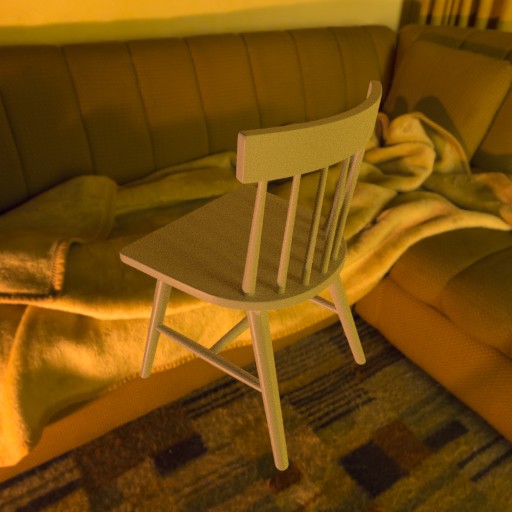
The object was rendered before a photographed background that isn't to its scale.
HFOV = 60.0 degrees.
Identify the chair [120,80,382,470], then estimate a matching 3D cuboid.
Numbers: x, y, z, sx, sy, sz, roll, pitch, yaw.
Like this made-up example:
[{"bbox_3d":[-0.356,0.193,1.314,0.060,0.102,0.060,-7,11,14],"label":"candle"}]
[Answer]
[{"bbox_3d":[0.000,0.000,1.098,0.500,0.787,0.483,22,39,30],"label":"chair"}]
